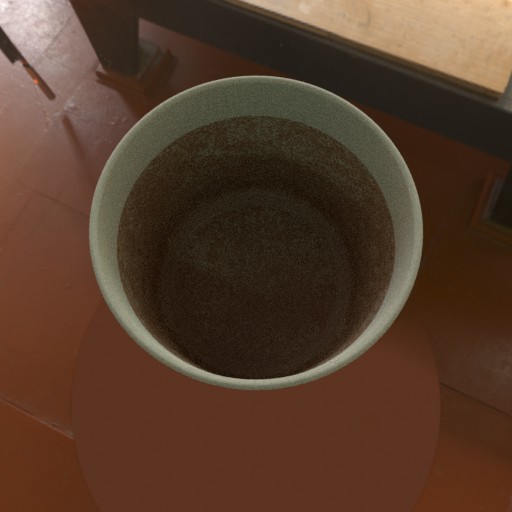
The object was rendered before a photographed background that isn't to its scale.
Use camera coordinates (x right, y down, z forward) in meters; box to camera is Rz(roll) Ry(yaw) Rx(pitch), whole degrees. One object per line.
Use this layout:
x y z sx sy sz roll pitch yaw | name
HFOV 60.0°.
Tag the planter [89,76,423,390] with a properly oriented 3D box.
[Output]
0.000 0.000 0.276 0.159 0.138 0.159 0 74 0 | planter
